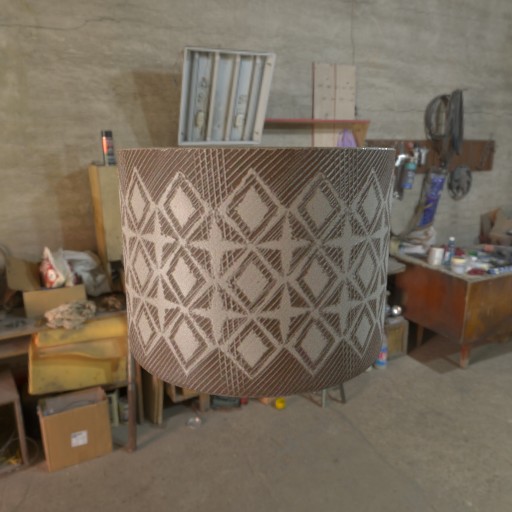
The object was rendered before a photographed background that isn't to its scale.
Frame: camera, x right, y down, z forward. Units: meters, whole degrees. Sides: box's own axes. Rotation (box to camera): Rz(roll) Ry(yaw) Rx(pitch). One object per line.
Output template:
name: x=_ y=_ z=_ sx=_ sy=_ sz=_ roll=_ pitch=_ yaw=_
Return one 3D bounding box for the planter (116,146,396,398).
planter: x=0.000 y=0.000 z=0.221 sx=0.126 sy=0.104 sz=0.126 roll=0 pitch=13 yaw=0
